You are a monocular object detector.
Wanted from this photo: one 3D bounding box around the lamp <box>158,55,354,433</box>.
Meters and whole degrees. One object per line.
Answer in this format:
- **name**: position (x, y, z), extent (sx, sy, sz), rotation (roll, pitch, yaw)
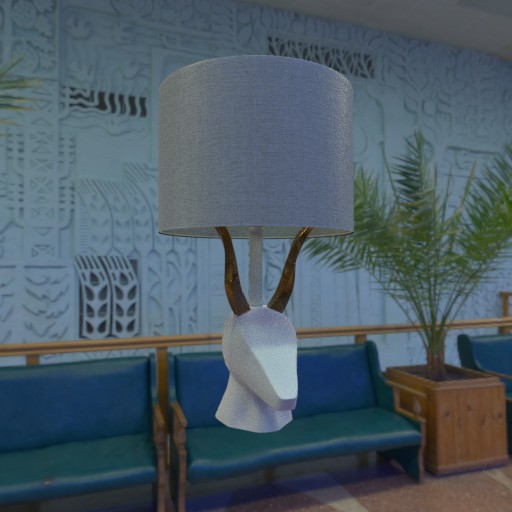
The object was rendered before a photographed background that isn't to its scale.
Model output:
- **lamp**: position (0.000, 0.000, 0.693), extent (0.298, 0.503, 0.298), rotation (0, -1, -17)
